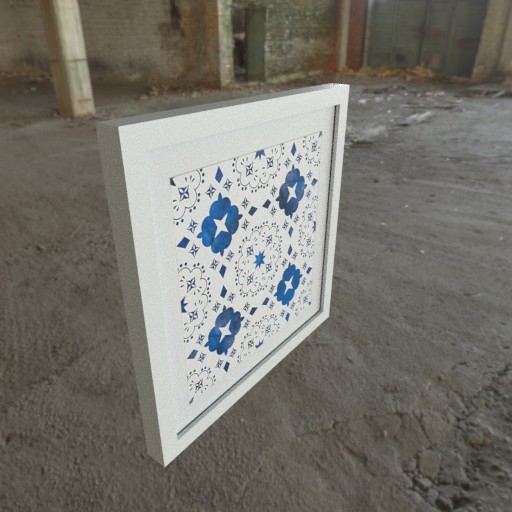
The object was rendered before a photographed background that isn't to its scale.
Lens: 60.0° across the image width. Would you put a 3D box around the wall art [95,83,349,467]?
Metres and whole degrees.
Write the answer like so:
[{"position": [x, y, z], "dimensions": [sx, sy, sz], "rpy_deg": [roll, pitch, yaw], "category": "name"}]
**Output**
[{"position": [0.000, 0.000, 0.526], "dimensions": [0.027, 0.355, 0.355], "rpy_deg": [19, 32, 33], "category": "wall art"}]
